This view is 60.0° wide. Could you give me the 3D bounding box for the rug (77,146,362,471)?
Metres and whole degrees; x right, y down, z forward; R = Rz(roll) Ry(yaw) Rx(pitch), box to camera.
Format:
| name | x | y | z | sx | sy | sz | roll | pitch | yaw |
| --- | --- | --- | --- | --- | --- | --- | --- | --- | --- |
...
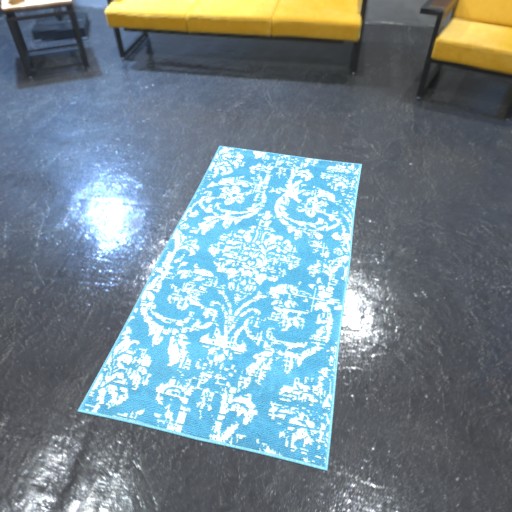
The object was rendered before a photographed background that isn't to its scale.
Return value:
| name | x | y | z | sx | sy | sz | roll | pitch | yaw |
| --- | --- | --- | --- | --- | --- | --- | --- | --- | --- |
| rug | 0.000 | 0.000 | 1.435 | 0.604 | 0.007 | 1.219 | 9 | 46 | 9 |
